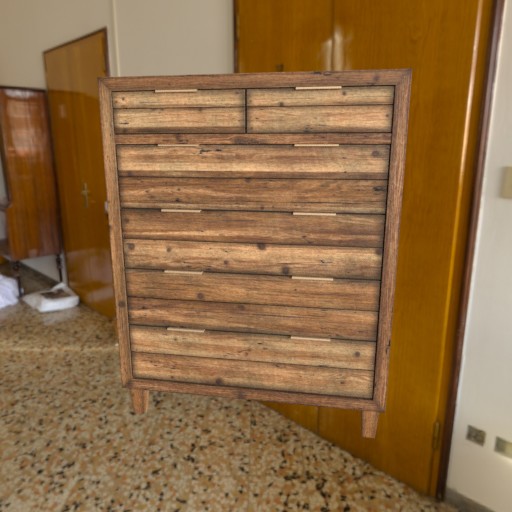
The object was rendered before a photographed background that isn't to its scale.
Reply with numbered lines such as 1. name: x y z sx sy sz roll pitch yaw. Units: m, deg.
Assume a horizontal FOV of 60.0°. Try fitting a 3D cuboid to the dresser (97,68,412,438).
1. dresser: 0.000 0.000 1.843 1.067 1.359 0.438 2 14 9
